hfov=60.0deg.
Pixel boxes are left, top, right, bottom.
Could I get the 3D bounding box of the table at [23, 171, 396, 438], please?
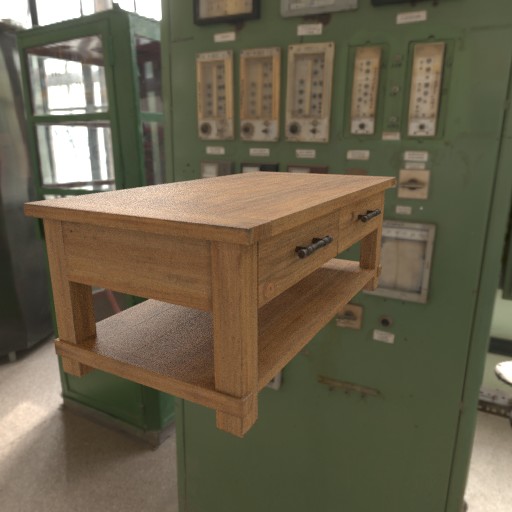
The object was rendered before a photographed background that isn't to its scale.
[{"bbox_3d":[0.000,0.000,1.591,0.693,0.494,1.270,8,17,28],"label":"table"}]
